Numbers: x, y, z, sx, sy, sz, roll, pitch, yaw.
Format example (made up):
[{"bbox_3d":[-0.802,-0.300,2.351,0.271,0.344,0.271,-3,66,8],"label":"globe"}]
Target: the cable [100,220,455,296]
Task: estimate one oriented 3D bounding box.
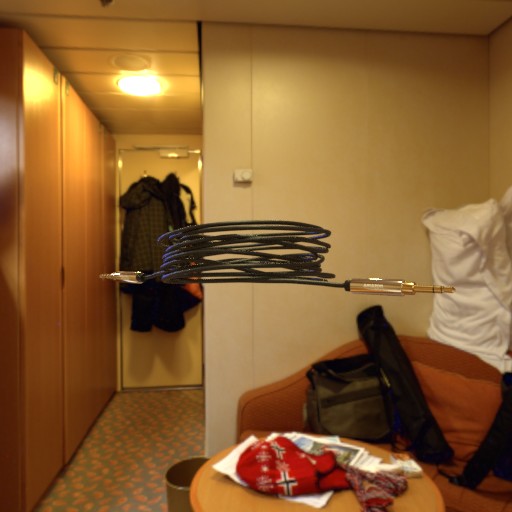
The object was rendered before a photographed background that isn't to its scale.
[{"bbox_3d":[0.000,0.000,0.493,0.432,0.069,0.198,0,0,37],"label":"cable"}]
